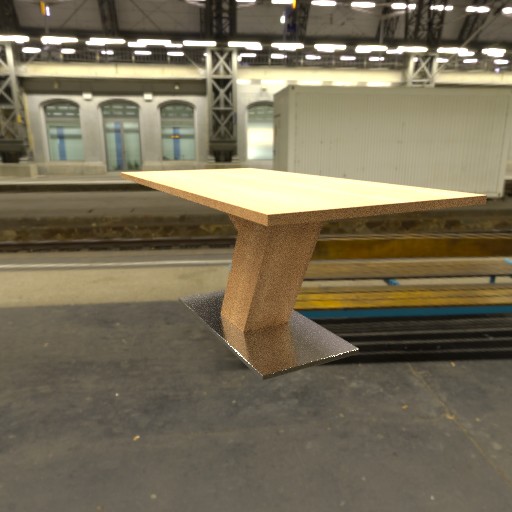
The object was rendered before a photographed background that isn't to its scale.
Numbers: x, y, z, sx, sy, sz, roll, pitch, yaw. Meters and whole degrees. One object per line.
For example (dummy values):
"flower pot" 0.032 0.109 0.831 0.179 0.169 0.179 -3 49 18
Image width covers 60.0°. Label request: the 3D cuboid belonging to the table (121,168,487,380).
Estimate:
"table" 0.000 0.000 2.233 0.900 0.750 1.800 -8 17 -27
